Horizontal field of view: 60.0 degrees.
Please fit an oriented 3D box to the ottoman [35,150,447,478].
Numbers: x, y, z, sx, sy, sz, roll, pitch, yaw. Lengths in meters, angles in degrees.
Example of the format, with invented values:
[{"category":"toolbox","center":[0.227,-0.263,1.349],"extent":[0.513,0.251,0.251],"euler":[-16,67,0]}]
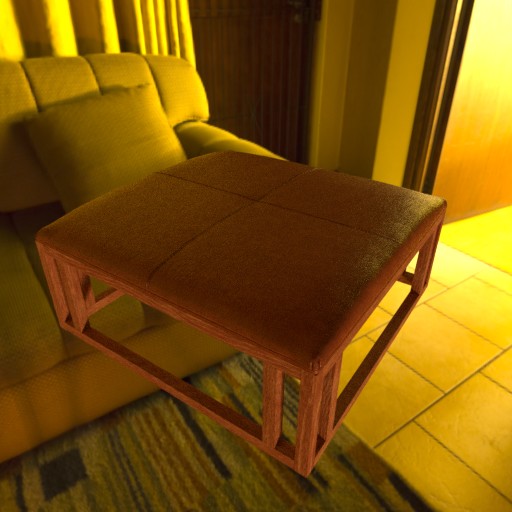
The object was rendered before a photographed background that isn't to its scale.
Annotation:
[{"category":"ottoman","center":[0.000,0.000,1.585],"extent":[1.016,0.442,1.013],"euler":[20,36,29]}]
